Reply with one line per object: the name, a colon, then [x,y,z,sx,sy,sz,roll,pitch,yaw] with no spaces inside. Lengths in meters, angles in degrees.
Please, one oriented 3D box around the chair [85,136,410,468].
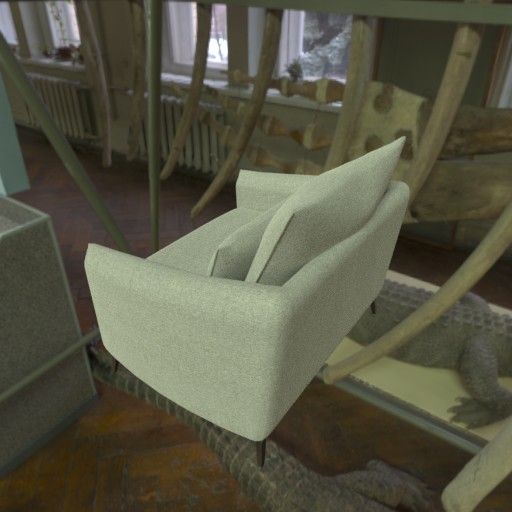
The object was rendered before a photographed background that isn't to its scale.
chair: [0.000,0.000,1.652,0.801,0.856,1.029,20,37,29]
